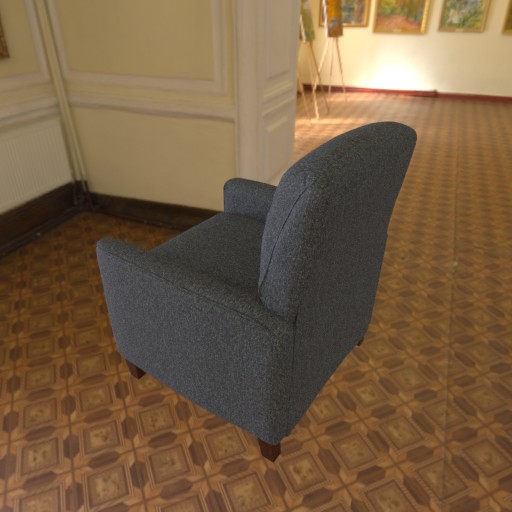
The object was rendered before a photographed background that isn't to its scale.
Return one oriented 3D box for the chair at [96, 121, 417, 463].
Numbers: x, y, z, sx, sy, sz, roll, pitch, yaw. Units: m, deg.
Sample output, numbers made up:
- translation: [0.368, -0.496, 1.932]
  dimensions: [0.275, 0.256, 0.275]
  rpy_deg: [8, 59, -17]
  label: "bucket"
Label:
- translation: [0.000, 0.000, 1.642]
  dimensions: [0.850, 1.016, 0.839]
  rpy_deg: [19, 35, 30]
  label: "chair"
